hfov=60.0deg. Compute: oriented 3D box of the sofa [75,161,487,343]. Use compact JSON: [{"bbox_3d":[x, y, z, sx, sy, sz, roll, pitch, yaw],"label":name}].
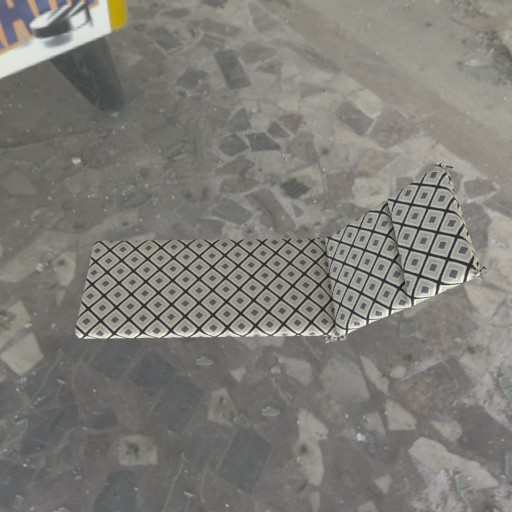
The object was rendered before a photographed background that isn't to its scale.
[{"bbox_3d":[0.000,0.000,1.945,1.663,0.622,0.582,-1,58,0],"label":"sofa"}]
